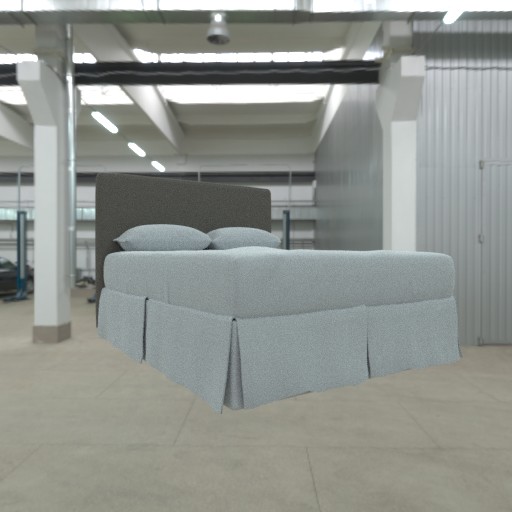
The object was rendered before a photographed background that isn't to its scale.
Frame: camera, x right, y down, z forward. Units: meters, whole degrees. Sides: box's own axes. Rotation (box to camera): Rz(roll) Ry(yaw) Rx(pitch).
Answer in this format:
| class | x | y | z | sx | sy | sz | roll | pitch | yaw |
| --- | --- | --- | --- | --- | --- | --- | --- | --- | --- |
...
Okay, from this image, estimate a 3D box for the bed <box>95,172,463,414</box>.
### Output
| class | x | y | z | sx | sy | sz | roll | pitch | yaw |
| --- | --- | --- | --- | --- | --- | --- | --- | --- | --- |
| bed | 0.000 | 0.000 | 3.137 | 1.748 | 1.330 | 2.142 | 0 | 1 | -34 |
